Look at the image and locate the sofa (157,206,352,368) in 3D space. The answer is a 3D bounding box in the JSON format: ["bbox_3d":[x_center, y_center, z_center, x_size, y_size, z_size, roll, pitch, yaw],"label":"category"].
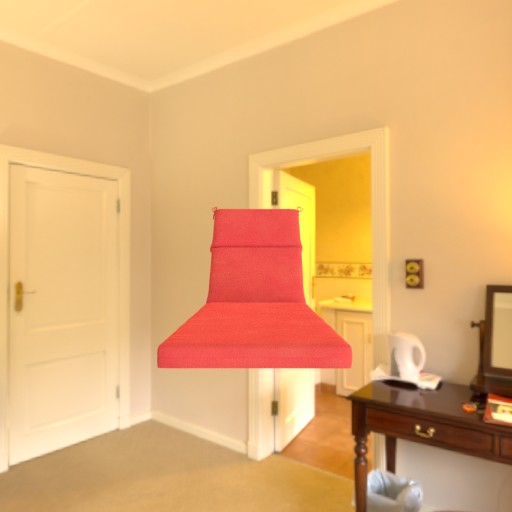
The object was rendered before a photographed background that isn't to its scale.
[{"bbox_3d":[0.000,0.000,1.984,0.582,0.622,1.663,0,0,0],"label":"sofa"}]
